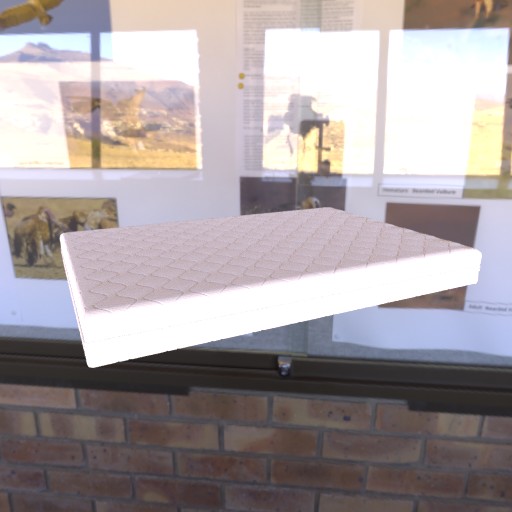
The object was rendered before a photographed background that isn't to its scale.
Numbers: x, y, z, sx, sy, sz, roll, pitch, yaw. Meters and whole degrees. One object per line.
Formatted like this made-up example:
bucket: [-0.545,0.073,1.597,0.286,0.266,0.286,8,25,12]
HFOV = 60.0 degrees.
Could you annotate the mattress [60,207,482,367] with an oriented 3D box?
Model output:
mattress: [0.000,0.000,2.550,2.000,0.200,1.400,-8,19,-25]
